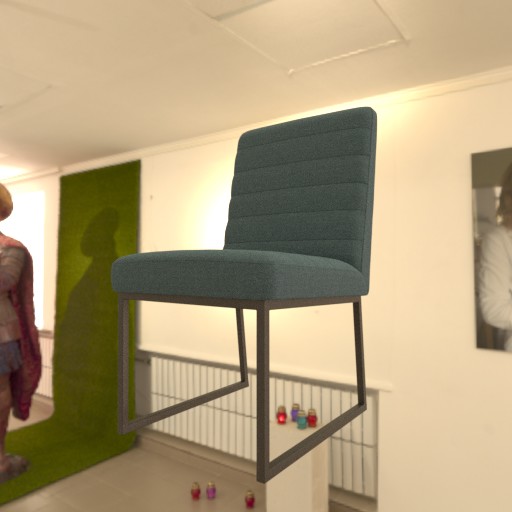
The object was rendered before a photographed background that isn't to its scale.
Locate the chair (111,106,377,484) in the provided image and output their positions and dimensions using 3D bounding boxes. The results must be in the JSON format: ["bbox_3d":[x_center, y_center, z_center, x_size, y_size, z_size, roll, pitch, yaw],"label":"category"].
[{"bbox_3d":[0.000,0.000,1.275,0.520,0.930,0.634,-1,-1,35],"label":"chair"}]
